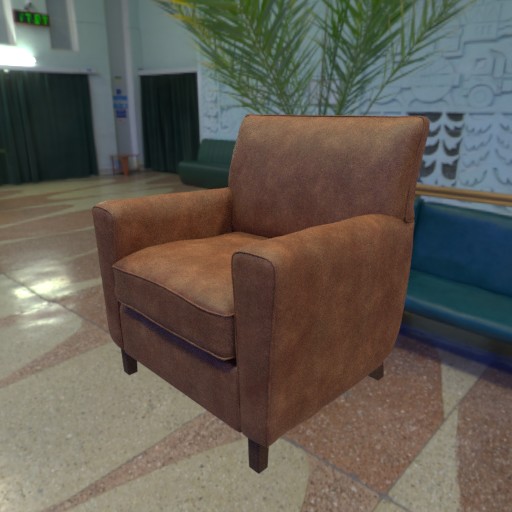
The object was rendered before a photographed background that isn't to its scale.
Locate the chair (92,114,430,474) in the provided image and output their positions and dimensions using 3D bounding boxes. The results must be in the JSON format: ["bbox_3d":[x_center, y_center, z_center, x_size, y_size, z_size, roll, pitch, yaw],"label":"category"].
[{"bbox_3d":[0.000,0.000,1.560,0.870,0.943,0.823,17,25,42],"label":"chair"}]
